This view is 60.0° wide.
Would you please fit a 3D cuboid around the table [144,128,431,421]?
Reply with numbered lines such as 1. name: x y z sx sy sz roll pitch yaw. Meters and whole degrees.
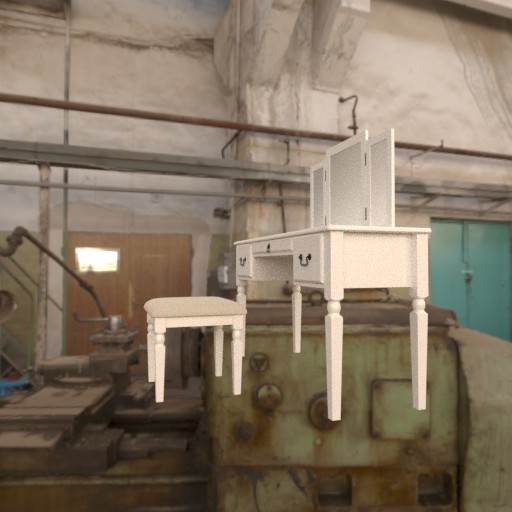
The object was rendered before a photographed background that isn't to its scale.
1. table: 0.000 0.000 2.327 1.115 1.310 1.369 0 -1 -19
